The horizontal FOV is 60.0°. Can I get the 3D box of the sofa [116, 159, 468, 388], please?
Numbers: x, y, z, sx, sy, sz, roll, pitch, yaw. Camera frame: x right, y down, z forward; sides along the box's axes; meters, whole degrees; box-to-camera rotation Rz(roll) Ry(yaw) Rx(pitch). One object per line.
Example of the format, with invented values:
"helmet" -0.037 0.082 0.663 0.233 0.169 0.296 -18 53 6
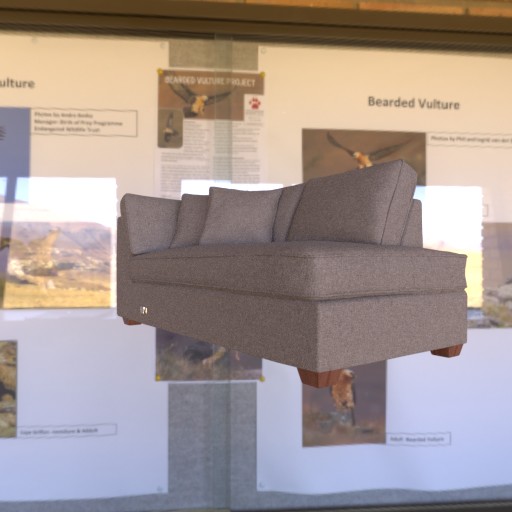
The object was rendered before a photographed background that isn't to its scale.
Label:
"sofa" 0.000 0.000 2.826 1.110 1.033 2.237 1 -1 -37
